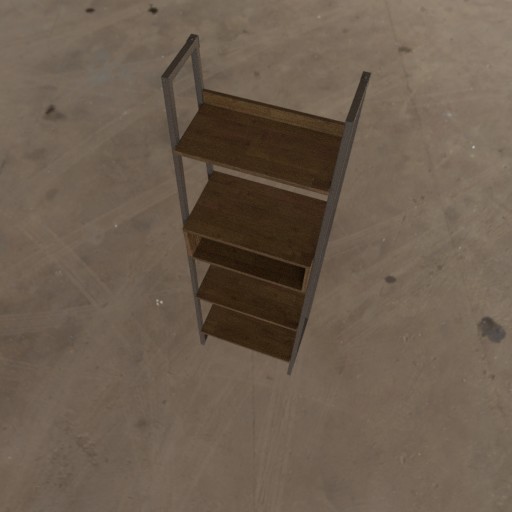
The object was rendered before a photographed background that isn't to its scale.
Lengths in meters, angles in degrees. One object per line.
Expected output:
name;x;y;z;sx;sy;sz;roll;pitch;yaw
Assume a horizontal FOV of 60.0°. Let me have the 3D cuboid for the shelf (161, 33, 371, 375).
shelf;0.000;0.000;2.270;0.652;2.005;0.454;17;60;10
